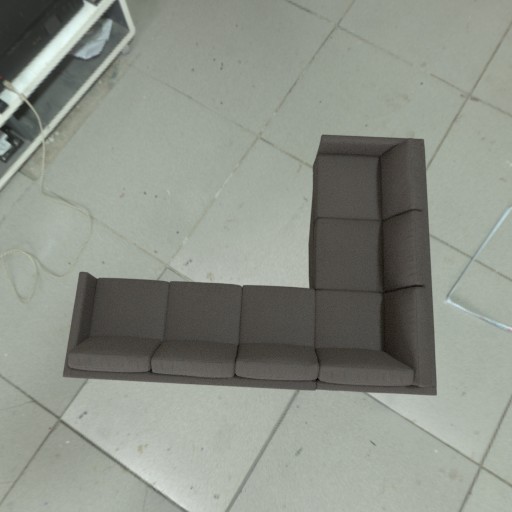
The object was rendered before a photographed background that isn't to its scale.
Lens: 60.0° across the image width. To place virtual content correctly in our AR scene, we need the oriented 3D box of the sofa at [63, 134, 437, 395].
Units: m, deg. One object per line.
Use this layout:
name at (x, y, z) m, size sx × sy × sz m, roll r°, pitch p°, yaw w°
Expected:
sofa at (0.000, 0.000, 4.283) m, size 3.182 × 0.871 × 2.432 m, roll 3°, pitch 75°, yaw 1°
